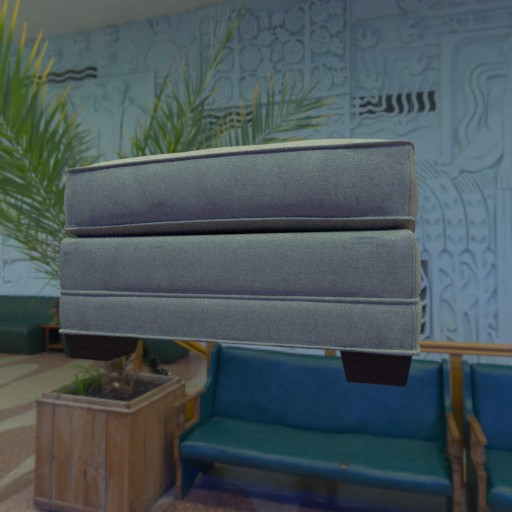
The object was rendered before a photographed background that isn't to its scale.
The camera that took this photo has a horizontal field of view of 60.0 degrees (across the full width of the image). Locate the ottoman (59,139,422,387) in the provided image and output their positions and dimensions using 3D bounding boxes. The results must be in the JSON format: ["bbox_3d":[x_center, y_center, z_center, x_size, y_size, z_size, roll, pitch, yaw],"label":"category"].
[{"bbox_3d":[0.000,0.000,1.219,0.848,0.508,0.611,0,-1,19],"label":"ottoman"}]
